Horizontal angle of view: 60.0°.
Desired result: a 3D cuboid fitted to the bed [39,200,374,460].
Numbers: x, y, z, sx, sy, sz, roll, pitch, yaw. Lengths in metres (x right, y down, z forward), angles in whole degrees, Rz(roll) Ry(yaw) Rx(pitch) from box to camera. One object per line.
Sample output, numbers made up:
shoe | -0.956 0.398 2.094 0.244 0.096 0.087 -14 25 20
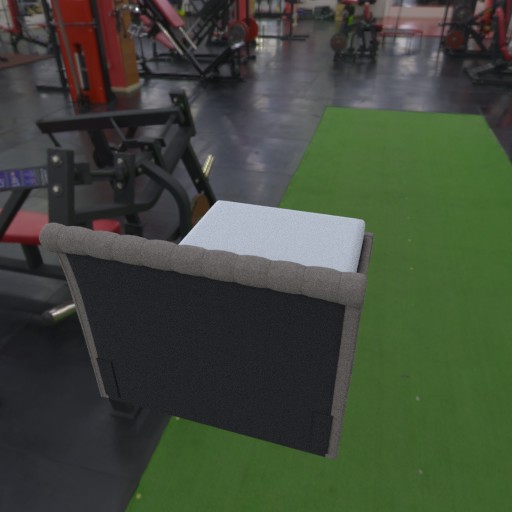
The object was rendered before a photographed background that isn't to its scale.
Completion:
bed | 0.000 0.000 3.310 1.645 1.371 2.252 9 34 14
